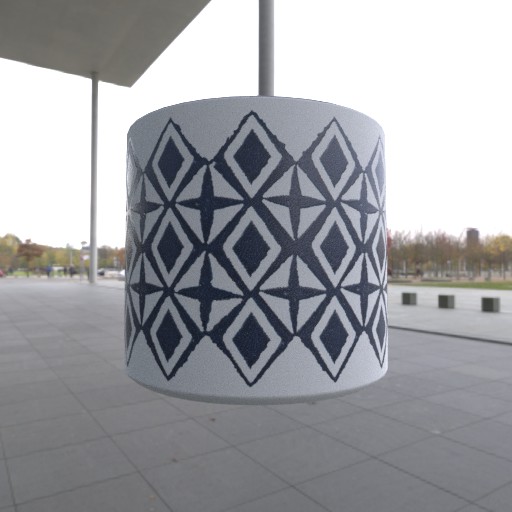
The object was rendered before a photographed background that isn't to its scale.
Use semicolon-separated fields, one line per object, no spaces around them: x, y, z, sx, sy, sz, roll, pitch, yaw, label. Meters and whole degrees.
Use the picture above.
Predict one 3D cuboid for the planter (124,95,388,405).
0.000;0.000;0.395;0.224;0.203;0.224;0;-2;0;planter
